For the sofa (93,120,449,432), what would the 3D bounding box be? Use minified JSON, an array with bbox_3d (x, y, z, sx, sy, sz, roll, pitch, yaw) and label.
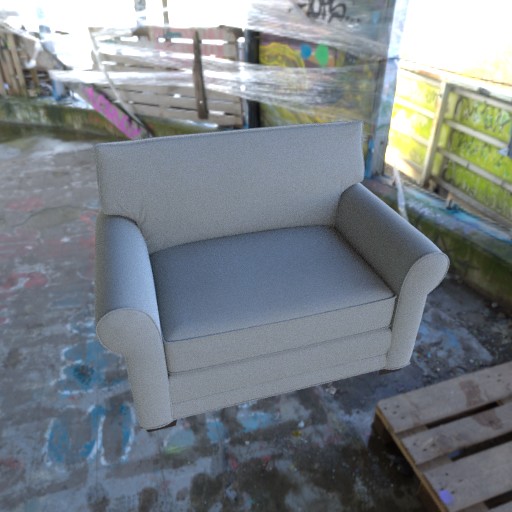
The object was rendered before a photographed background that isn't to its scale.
[{"bbox_3d":[0.000,0.000,2.071,1.405,1.006,0.937,-9,34,-14],"label":"sofa"}]
